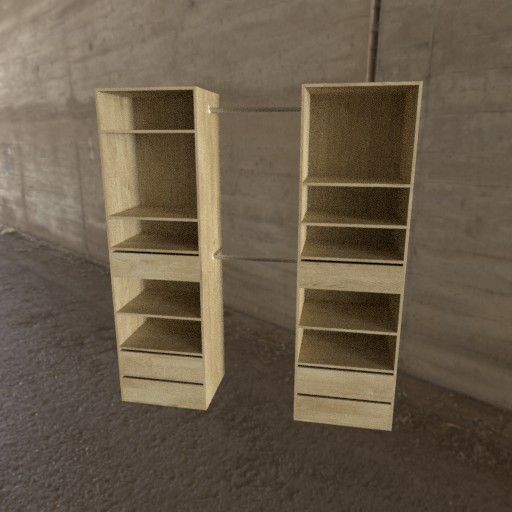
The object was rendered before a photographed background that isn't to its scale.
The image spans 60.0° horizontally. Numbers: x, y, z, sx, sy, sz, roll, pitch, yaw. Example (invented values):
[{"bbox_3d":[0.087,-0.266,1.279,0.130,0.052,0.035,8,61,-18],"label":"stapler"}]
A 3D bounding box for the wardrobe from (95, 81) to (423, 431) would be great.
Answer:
[{"bbox_3d":[0.000,0.000,2.836,1.770,2.000,0.480,3,15,10],"label":"wardrobe"}]
